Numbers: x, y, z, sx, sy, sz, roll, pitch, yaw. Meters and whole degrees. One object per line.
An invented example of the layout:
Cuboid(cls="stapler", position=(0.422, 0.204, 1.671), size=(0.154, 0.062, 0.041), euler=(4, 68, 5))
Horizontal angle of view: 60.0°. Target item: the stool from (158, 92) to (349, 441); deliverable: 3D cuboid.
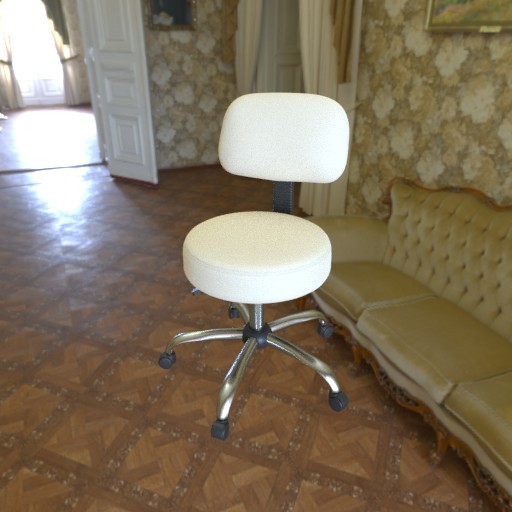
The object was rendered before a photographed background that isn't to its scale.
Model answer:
Cuboid(cls="stool", position=(0.000, 0.000, 1.244), size=(0.609, 0.810, 0.616), euler=(9, 27, 18))
